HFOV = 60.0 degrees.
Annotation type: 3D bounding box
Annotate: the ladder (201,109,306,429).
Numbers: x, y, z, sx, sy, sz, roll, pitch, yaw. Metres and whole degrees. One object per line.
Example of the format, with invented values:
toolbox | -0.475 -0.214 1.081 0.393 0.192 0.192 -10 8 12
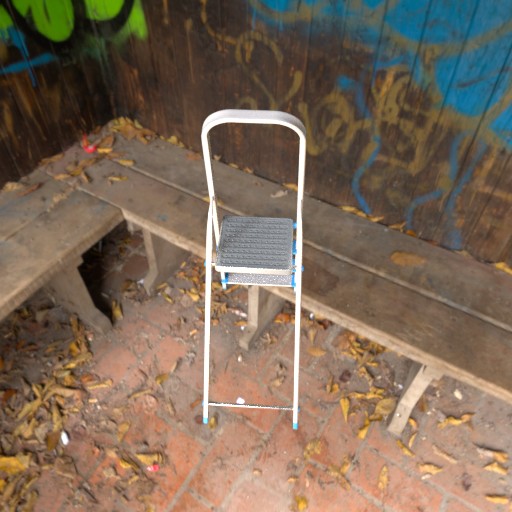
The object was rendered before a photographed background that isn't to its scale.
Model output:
ladder | 0.000 0.000 1.822 0.445 1.434 0.842 3 48 2
